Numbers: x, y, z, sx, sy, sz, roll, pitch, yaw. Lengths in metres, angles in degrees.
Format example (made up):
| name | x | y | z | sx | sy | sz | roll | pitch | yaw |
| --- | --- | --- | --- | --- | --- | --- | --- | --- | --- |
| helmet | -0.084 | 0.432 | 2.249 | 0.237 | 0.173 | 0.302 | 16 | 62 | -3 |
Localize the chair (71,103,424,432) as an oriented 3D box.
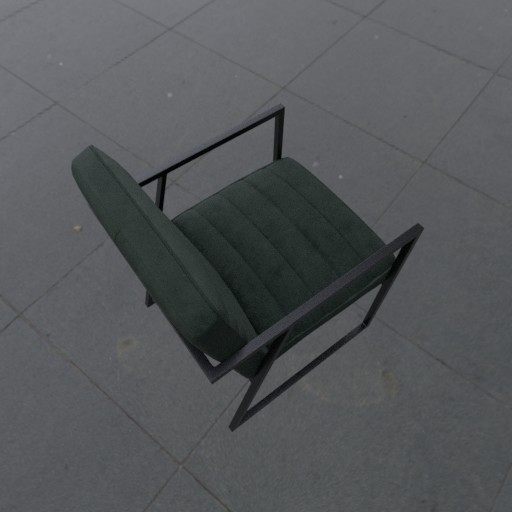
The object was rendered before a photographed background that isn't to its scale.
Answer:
| name | x | y | z | sx | sy | sz | roll | pitch | yaw |
| --- | --- | --- | --- | --- | --- | --- | --- | --- | --- |
| chair | 0.000 | 0.000 | 1.288 | 0.677 | 0.833 | 0.571 | -32 | 64 | -18 |
